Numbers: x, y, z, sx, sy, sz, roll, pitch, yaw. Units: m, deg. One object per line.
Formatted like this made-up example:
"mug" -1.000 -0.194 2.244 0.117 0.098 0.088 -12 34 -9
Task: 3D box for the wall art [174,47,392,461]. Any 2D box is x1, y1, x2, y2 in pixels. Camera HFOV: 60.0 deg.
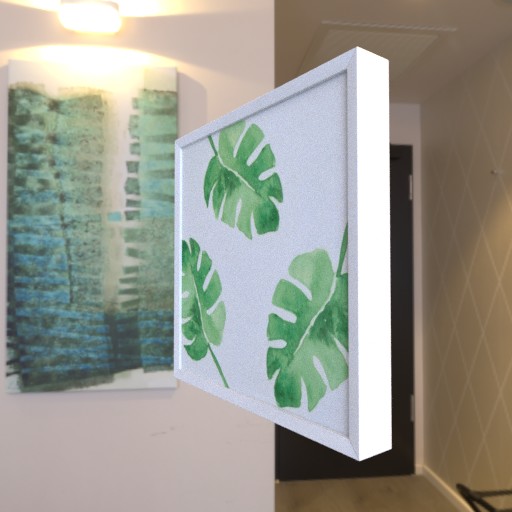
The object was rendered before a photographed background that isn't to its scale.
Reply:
"wall art" 0.000 0.000 0.459 0.038 0.305 0.305 1 -2 -36
